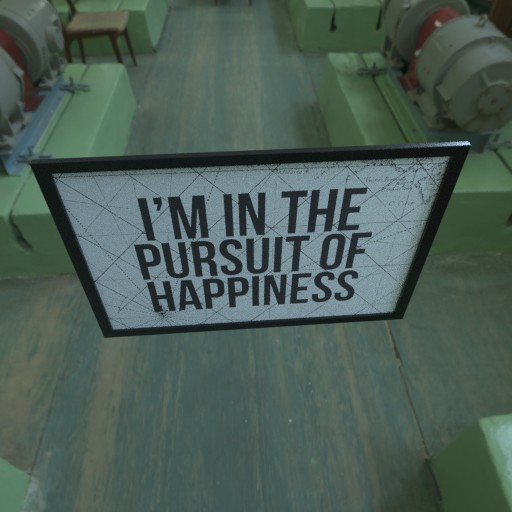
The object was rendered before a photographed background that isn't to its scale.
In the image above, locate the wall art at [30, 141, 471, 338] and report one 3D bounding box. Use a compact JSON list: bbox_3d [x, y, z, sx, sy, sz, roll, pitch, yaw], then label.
[{"bbox_3d":[0.000,0.000,1.021,0.819,0.552,0.015,-3,46,-3],"label":"wall art"}]
